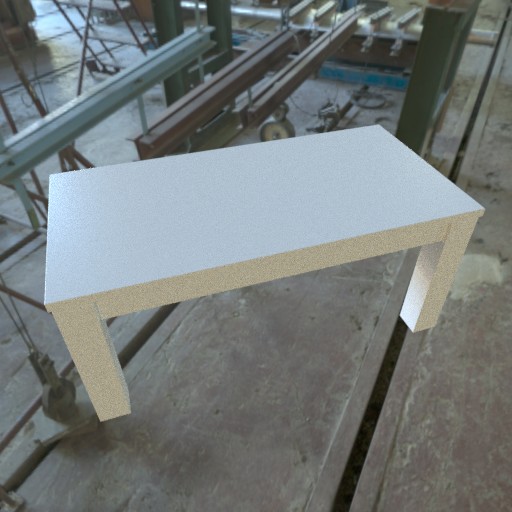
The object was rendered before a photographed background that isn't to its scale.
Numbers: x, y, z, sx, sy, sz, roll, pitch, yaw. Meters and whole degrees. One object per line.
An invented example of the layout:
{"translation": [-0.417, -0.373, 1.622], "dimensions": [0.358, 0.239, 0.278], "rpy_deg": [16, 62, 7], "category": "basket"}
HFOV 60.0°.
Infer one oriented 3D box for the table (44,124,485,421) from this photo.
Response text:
{"translation": [0.000, 0.000, 2.288], "dimensions": [1.800, 0.790, 0.900], "rpy_deg": [-12, 42, -14], "category": "table"}
